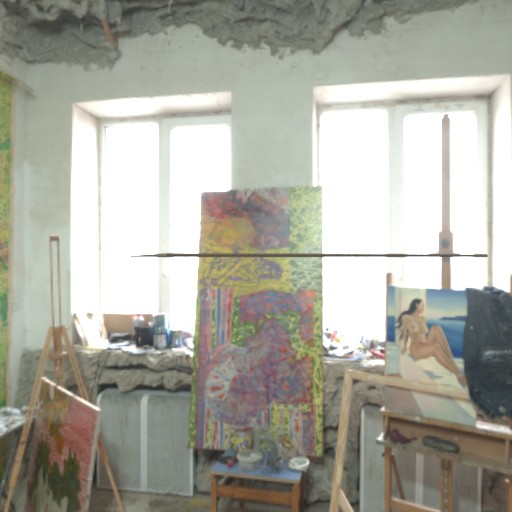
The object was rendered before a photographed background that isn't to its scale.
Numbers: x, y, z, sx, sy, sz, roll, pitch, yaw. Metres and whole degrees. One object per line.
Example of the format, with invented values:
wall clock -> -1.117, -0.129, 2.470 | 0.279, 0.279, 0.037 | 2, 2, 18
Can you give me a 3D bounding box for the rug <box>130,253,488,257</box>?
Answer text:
rug -> 0.000, 0.000, 2.099 | 1.066, 0.011, 1.677 | 0, 0, -19
